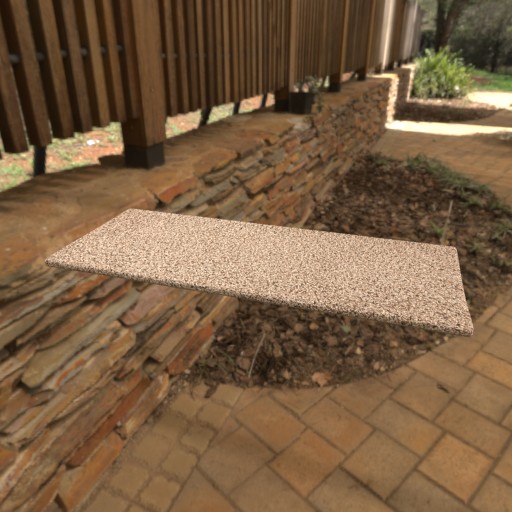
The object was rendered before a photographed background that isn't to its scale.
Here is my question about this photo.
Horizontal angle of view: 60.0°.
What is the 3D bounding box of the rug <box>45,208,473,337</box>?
[{"bbox_3d":[0.000,0.000,1.758,1.524,0.030,0.609,8,27,16],"label":"rug"}]
